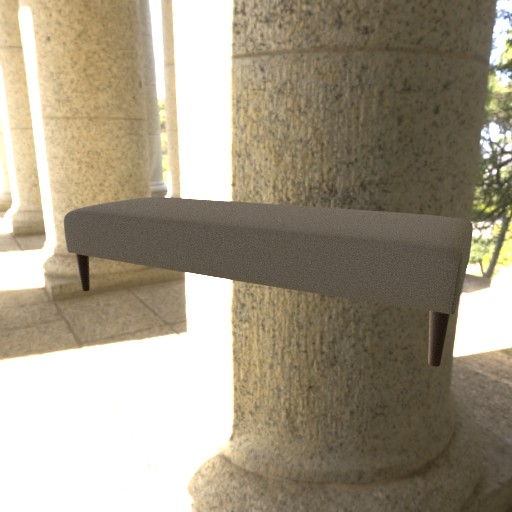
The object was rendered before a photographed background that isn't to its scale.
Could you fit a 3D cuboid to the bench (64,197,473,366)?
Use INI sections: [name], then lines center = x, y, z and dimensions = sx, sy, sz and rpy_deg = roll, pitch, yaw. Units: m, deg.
[bench]
center = 0.000, 0.000, 1.875
dimensions = 1.609, 0.393, 0.646
rpy_deg = 7, 16, 27
